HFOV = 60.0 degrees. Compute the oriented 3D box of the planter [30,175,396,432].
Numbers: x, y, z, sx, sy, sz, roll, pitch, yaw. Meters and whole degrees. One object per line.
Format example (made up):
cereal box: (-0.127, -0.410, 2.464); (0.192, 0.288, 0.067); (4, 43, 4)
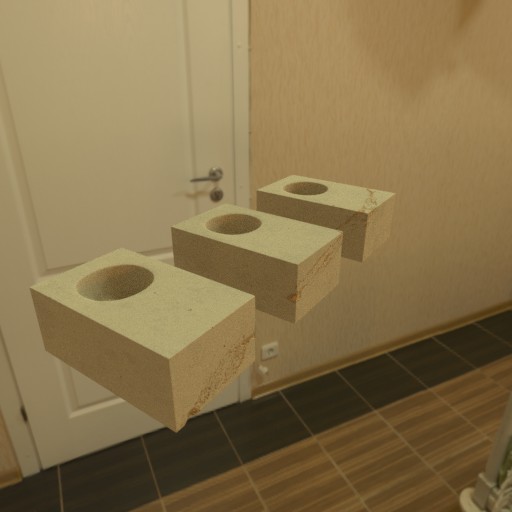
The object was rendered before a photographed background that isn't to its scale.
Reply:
planter: (0.000, 0.000, 0.389); (0.127, 0.051, 0.333); (17, 30, 31)
